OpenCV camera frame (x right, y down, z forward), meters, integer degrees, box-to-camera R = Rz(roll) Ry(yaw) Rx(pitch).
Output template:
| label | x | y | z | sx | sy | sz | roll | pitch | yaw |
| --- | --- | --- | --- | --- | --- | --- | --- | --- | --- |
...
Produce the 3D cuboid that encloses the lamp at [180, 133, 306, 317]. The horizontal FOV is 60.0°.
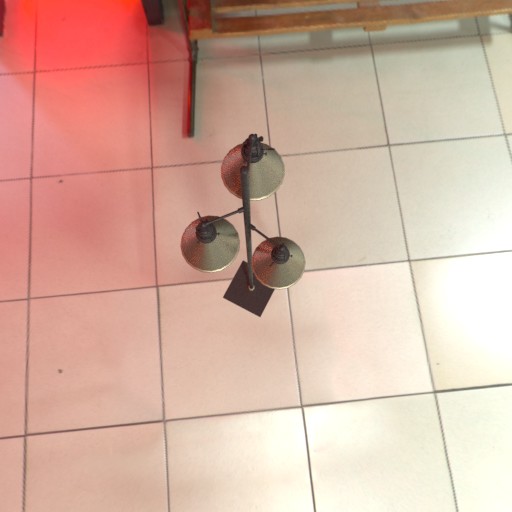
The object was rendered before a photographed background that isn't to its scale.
| label | x | y | z | sx | sy | sz | roll | pitch | yaw |
| --- | --- | --- | --- | --- | --- | --- | --- | --- | --- |
| lamp | 0.000 | 0.000 | 1.857 | 0.415 | 1.716 | 0.428 | 27 | 78 | 6 |
